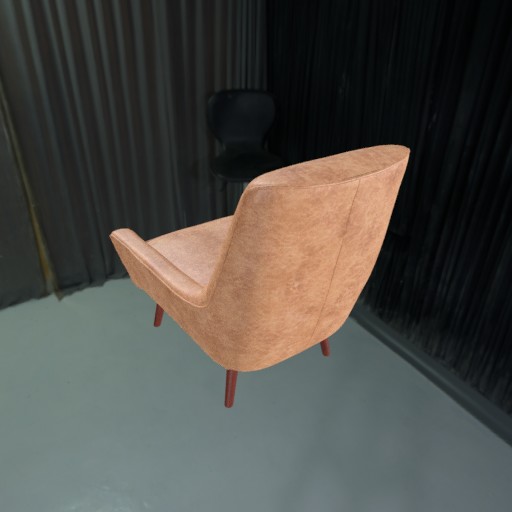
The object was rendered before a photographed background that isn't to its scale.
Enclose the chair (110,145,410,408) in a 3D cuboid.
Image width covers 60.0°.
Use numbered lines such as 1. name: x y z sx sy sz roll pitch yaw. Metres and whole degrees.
1. chair: 0.000 0.000 1.522 0.753 0.883 0.851 -19 36 -29
